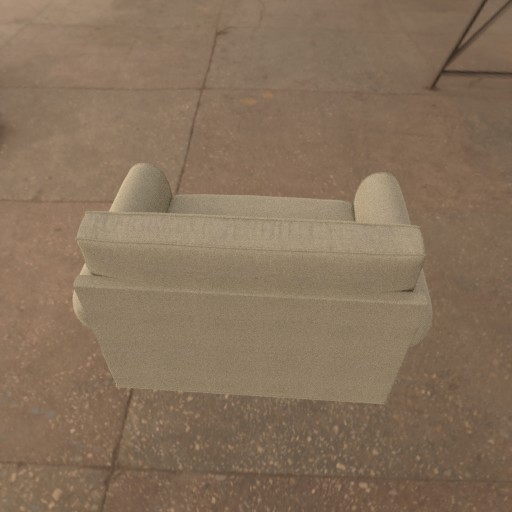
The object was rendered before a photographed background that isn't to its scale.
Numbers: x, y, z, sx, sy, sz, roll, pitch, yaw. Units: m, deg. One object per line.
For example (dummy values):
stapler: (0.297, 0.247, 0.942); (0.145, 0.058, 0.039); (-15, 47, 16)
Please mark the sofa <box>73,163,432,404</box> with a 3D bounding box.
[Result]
sofa: (0.000, 0.000, 2.046); (1.405, 0.991, 0.936); (3, 45, 3)
